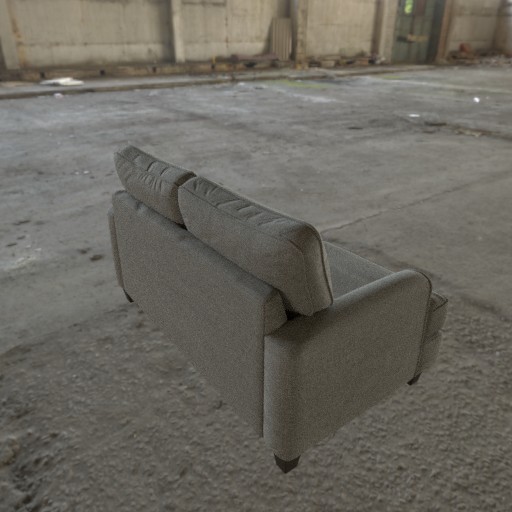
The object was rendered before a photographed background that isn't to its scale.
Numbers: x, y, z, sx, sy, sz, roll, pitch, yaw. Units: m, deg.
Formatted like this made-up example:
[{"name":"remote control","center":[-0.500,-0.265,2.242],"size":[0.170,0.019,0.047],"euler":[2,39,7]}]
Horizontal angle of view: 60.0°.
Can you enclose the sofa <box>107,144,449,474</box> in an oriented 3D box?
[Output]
[{"name":"sofa","center":[0.000,0.000,2.239],"size":[0.965,0.965,1.651],"euler":[-18,32,-32]}]
